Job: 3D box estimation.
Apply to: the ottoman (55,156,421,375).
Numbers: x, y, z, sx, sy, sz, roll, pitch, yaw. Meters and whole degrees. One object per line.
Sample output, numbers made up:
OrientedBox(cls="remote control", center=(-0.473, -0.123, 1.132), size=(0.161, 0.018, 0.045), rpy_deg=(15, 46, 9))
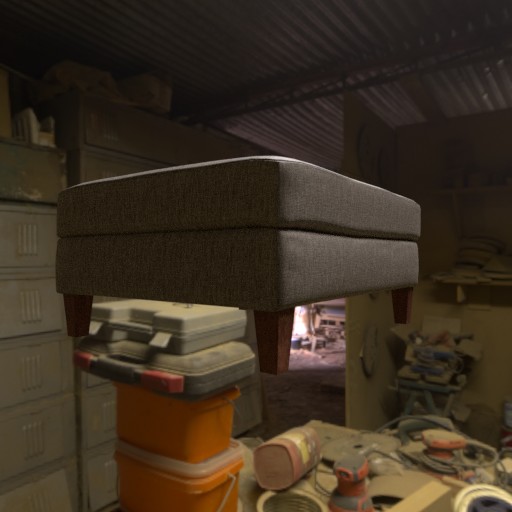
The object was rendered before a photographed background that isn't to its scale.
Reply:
OrientedBox(cls="ottoman", center=(0.000, 0.000, 1.499), size=(0.839, 0.492, 0.994), rpy_deg=(0, 0, 36))
